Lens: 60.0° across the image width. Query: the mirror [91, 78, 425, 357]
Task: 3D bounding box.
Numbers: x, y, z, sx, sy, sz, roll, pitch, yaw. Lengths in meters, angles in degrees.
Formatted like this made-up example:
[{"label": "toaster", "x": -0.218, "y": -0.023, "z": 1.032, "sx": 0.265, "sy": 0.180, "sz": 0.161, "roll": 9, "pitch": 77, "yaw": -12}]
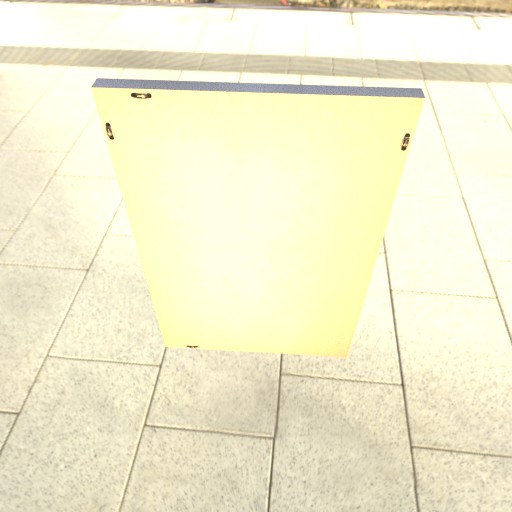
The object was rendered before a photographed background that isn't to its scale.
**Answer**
[{"label": "mirror", "x": 0.000, "y": 0.000, "z": 1.153, "sx": 0.609, "sy": 0.915, "sz": 0.041, "roll": 3, "pitch": 48, "yaw": 3}]
